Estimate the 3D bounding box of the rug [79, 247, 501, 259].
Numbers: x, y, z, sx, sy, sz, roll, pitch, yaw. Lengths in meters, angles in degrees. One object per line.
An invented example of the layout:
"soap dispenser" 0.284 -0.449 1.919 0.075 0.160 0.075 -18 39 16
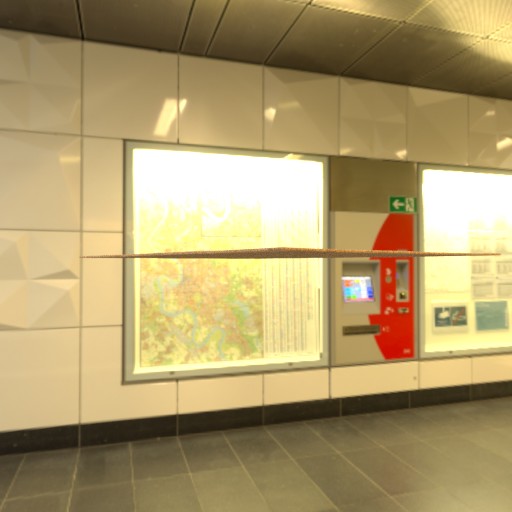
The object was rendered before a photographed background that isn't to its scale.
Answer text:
"rug" 0.000 0.000 2.251 1.225 0.013 1.840 1 -1 -37
